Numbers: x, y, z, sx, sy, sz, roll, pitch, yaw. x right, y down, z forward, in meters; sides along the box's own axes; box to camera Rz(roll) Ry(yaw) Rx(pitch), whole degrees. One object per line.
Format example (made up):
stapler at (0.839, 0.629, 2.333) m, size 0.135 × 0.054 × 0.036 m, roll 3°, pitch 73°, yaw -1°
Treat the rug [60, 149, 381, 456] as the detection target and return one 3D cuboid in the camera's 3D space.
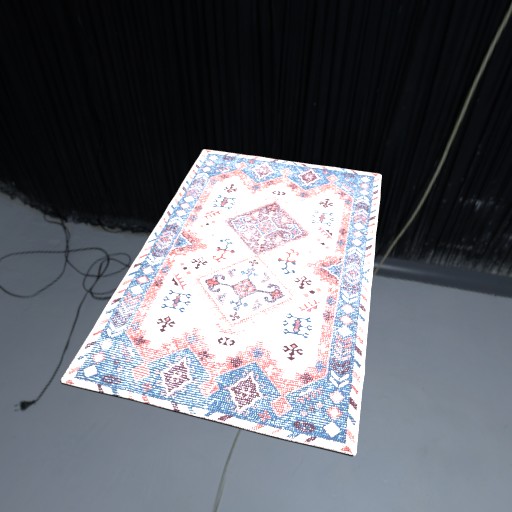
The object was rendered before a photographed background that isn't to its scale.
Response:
rug at (0.000, 0.000, 2.356) m, size 1.225 × 0.015 × 1.840 m, roll 10°, pitch 46°, yaw 10°
